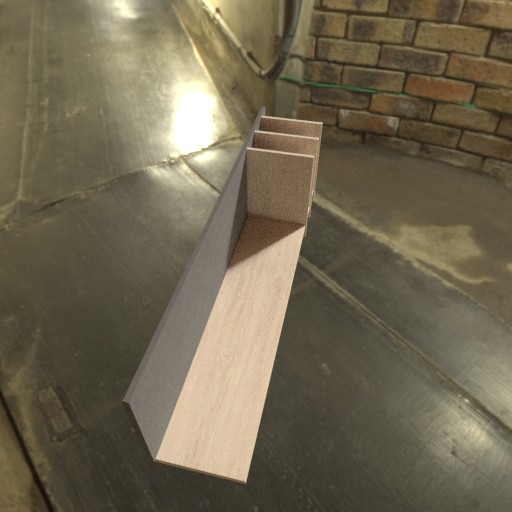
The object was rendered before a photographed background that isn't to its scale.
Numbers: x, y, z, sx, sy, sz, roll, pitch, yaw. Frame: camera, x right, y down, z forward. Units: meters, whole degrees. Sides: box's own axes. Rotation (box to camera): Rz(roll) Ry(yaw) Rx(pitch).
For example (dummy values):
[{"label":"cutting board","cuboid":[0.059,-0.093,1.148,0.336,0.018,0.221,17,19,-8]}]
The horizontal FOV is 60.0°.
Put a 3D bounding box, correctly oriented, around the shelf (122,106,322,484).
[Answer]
[{"label":"shelf","cuboid":[0.000,0.000,1.142,0.200,0.300,1.020,9,46,9]}]
